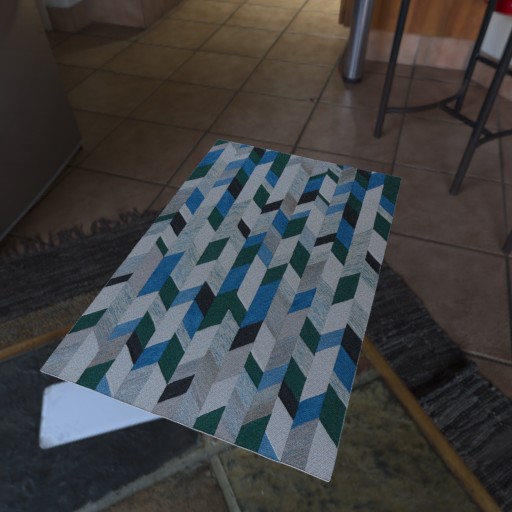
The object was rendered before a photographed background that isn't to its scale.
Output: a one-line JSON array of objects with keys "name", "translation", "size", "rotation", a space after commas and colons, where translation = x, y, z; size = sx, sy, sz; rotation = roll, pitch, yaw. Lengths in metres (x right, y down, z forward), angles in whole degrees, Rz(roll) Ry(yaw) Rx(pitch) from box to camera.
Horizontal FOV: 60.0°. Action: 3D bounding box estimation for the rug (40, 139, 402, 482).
[{"name": "rug", "translation": [0.000, 0.000, 2.264], "size": [1.229, 0.005, 1.827], "rotation": [15, 49, 14]}]
